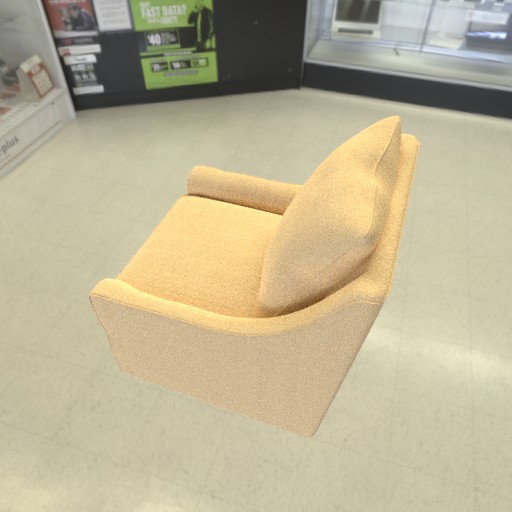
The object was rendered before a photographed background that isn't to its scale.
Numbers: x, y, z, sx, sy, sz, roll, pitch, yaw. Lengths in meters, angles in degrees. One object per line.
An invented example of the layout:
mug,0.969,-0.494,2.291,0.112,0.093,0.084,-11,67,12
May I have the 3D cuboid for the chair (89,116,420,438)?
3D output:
chair,0.000,0.000,1.557,0.876,0.927,0.760,15,47,14
